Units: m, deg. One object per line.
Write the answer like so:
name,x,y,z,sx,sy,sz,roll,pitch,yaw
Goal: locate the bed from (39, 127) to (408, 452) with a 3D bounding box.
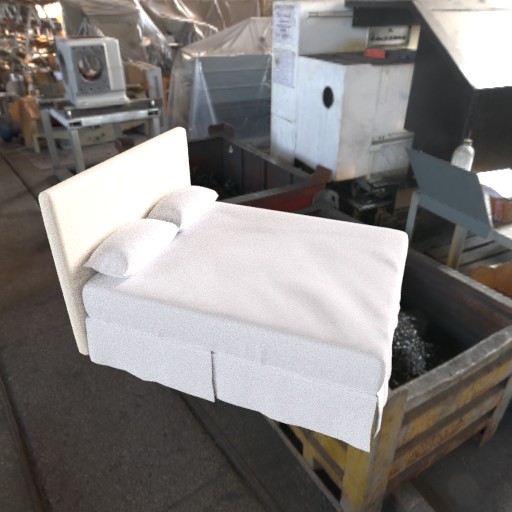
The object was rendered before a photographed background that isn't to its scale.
bed,0.000,0.000,3.242,2.142,1.330,1.713,11,32,18
